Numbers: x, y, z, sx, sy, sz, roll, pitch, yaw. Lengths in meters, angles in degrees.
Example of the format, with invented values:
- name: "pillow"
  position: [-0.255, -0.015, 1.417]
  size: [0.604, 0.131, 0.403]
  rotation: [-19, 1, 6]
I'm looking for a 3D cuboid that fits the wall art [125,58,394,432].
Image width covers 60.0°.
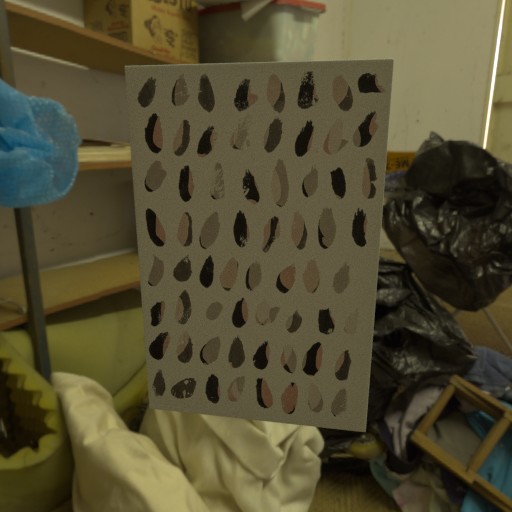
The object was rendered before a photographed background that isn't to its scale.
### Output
- name: "wall art"
  position: [0.000, 0.000, 0.478]
  size: [0.252, 0.381, 0.039]
  rotation: [3, 16, 10]
